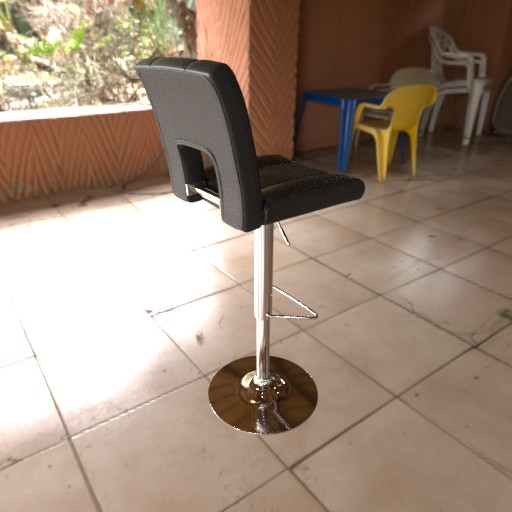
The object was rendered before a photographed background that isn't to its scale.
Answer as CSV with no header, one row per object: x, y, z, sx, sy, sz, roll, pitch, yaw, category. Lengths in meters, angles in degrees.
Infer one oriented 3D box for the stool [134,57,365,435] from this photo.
0.000,0.000,1.396,0.520,1.151,0.415,-18,31,-33,stool
